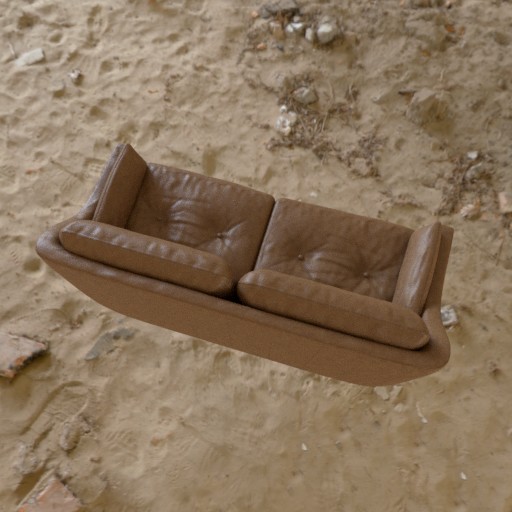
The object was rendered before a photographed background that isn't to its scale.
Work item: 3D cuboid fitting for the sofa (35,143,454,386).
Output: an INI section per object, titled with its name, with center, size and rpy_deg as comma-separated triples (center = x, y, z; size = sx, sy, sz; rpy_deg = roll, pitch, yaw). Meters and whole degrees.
[sofa]
center = 0.000, 0.000, 2.322
size = 1.902, 0.839, 0.904
rpy_deg = 15, 67, 7
